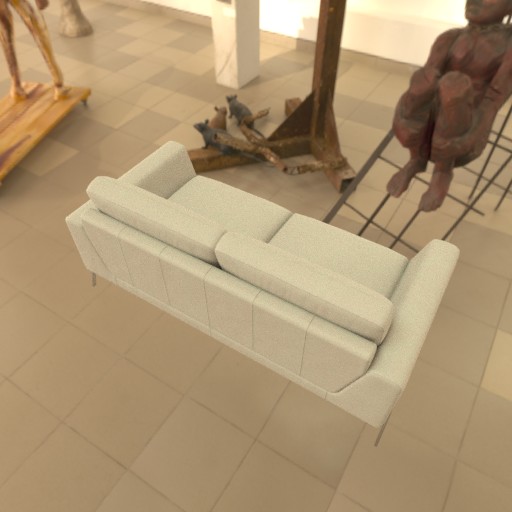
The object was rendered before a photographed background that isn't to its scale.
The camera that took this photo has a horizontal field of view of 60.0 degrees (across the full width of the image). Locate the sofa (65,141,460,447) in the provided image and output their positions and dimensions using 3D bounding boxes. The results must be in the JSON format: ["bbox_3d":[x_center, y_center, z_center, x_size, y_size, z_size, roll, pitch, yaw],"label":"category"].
[{"bbox_3d":[0.000,0.000,2.571,2.017,0.875,0.953,24,52,21],"label":"sofa"}]
